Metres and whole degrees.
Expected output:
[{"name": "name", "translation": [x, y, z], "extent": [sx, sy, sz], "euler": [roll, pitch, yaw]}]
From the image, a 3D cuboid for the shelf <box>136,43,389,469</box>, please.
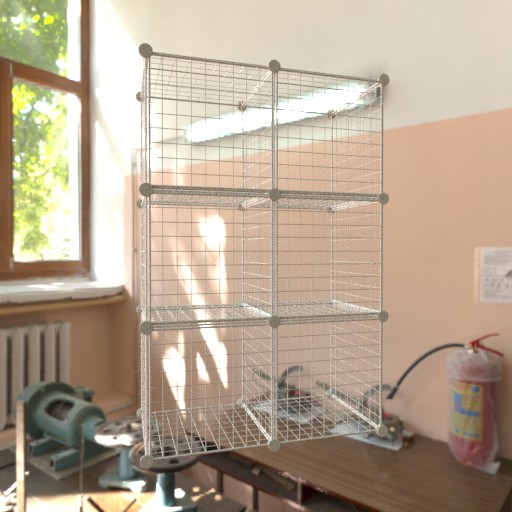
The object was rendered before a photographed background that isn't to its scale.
[{"name": "shelf", "translation": [0.000, 0.000, 1.377], "extent": [0.711, 1.067, 0.356], "euler": [0, 1, -16]}]
